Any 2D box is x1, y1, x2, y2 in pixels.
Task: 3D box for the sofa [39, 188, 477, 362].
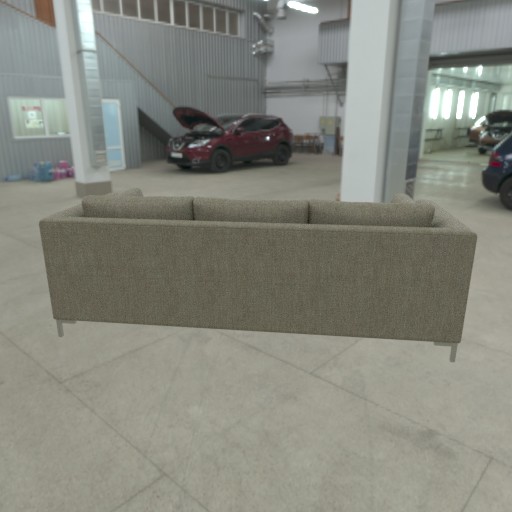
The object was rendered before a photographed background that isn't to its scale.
[{"bbox_3d":[0.000,0.000,2.960,2.415,0.867,0.969,2,18,7],"label":"sofa"}]
